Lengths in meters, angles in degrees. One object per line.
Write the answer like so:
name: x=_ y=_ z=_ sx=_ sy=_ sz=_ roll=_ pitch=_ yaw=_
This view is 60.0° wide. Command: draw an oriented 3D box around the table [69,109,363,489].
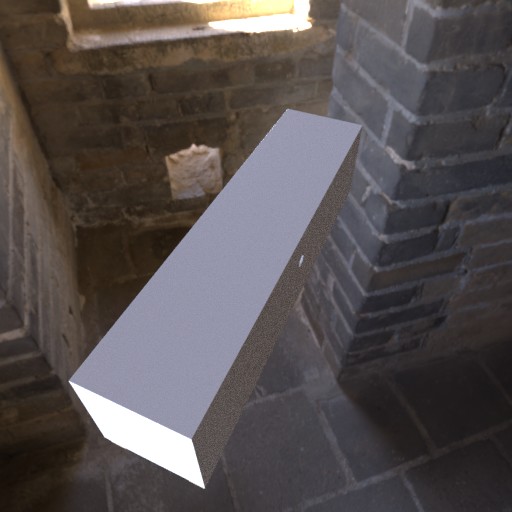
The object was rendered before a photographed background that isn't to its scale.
table: x=0.000 y=0.000 z=1.835 sx=0.390 sy=0.420 sz=1.650 roll=18 pitch=49 yaw=16
